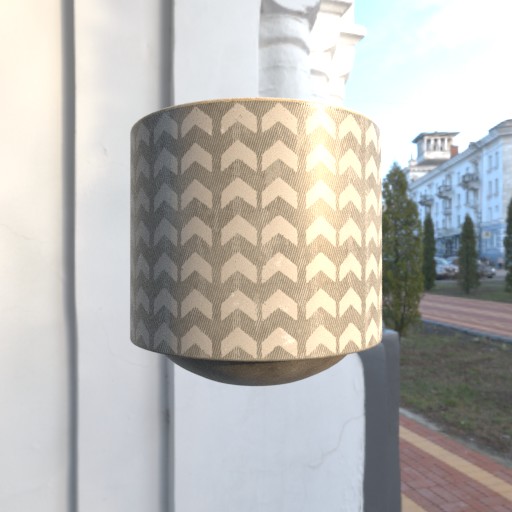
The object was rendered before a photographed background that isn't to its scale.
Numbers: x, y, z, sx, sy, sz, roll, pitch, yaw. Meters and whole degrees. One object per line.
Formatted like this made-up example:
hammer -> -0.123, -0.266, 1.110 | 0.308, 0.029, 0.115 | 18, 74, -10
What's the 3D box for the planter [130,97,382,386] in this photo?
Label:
planter -> 0.000, 0.000, 0.348 | 0.190, 0.181, 0.190 | 0, 0, 0
